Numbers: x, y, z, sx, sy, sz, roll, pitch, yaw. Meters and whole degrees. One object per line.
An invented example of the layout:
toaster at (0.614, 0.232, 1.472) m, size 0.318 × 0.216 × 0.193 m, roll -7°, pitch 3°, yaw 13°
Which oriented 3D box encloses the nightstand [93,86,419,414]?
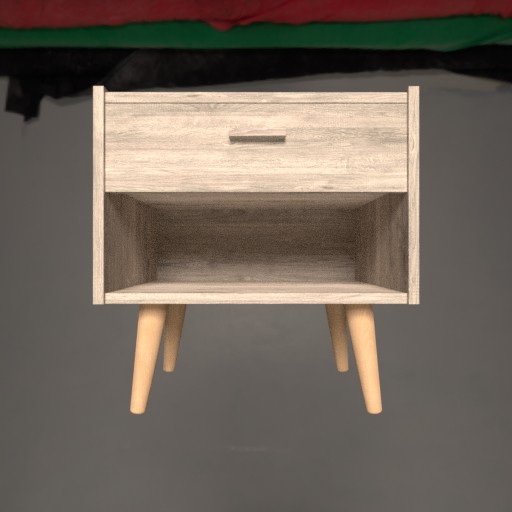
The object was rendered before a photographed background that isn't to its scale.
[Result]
nightstand at (0.000, 0.000, 0.834) m, size 0.480 × 0.500 × 0.380 m, roll 0°, pitch 0°, yaw 0°
